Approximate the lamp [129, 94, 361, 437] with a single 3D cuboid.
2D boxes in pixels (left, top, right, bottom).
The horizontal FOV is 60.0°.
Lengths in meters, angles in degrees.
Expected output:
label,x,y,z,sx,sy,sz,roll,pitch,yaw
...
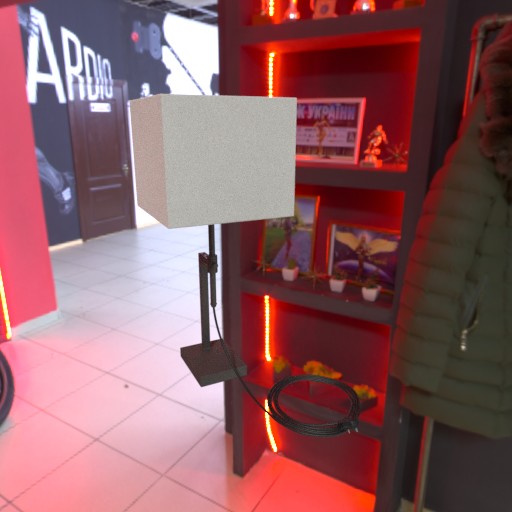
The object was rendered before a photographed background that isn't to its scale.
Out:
label,x,y,z,sx,sy,sz,roll,pitch,yaw
lamp,0.000,0.000,0.978,0.399,0.660,0.504,-8,18,-25
